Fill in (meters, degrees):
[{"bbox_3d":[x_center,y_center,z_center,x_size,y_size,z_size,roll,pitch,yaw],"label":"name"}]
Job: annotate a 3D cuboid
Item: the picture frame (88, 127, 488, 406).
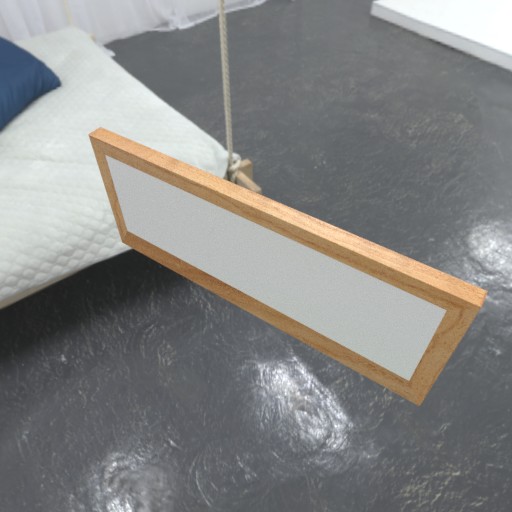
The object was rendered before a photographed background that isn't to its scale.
[{"bbox_3d":[0.000,0.000,0.660,0.582,0.234,0.045,26,52,22],"label":"picture frame"}]
